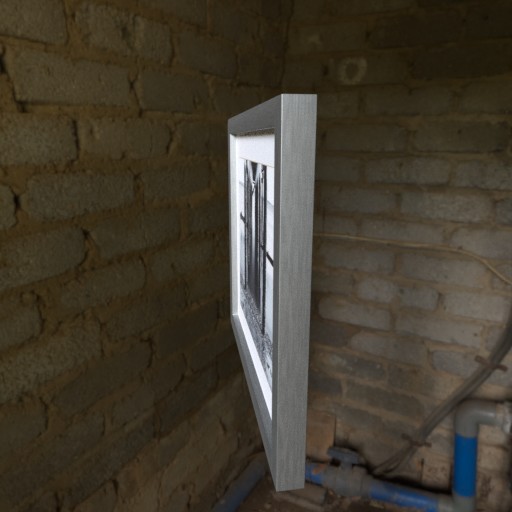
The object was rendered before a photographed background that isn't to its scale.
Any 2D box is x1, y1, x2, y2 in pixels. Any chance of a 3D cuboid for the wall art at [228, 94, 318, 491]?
[{"bbox_3d":[0.000,0.000,0.532,0.028,0.330,0.380,-2,15,-9],"label":"wall art"}]
